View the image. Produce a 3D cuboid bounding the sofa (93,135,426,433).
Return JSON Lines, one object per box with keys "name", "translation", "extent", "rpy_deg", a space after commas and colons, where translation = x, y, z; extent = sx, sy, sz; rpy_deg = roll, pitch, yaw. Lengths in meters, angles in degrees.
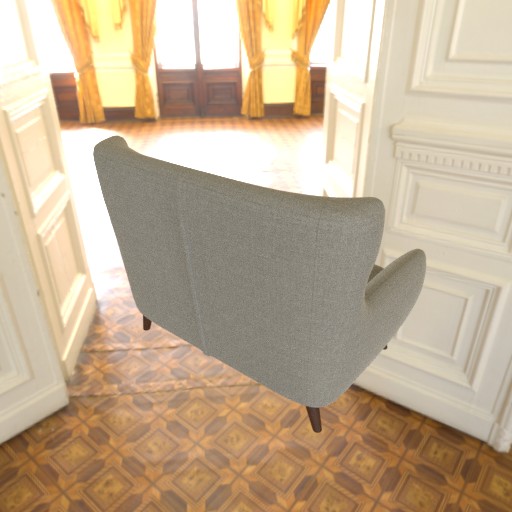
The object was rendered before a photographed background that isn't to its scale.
{"name": "sofa", "translation": [0.000, 0.000, 2.087], "extent": [1.386, 1.028, 0.884], "rpy_deg": [21, 35, 33]}
